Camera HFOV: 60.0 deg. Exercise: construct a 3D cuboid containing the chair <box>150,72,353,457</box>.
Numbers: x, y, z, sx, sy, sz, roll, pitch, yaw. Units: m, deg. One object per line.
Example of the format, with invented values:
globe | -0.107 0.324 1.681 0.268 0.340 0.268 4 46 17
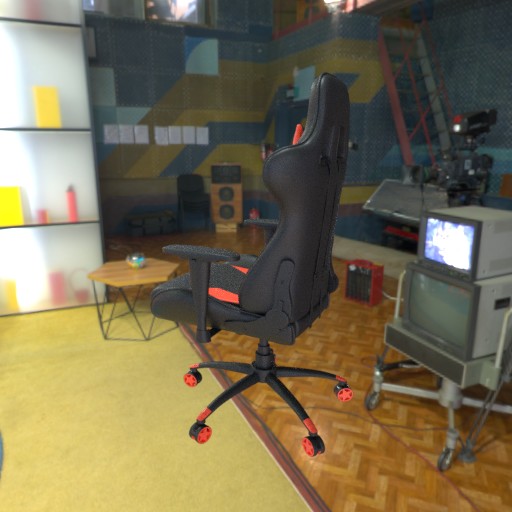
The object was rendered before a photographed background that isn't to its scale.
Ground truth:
chair | 0.000 0.000 1.715 0.730 1.282 0.695 7 16 26
